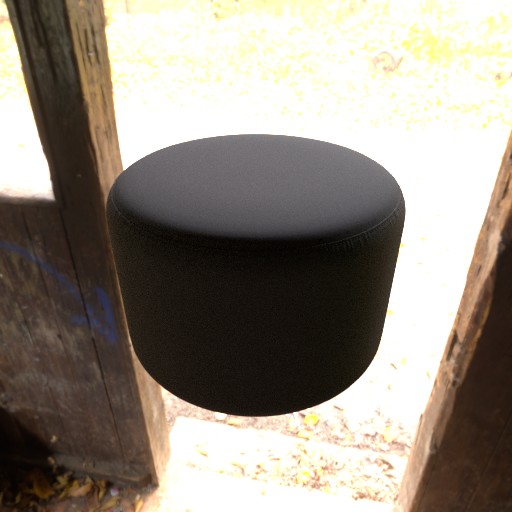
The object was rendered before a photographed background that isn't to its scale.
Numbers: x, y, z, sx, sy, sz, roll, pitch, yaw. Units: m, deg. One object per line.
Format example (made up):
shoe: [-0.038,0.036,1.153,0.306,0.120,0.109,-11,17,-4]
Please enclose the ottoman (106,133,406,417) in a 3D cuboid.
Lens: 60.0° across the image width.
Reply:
ottoman: [0.000,0.000,1.011,0.608,0.433,0.608,0,32,0]
